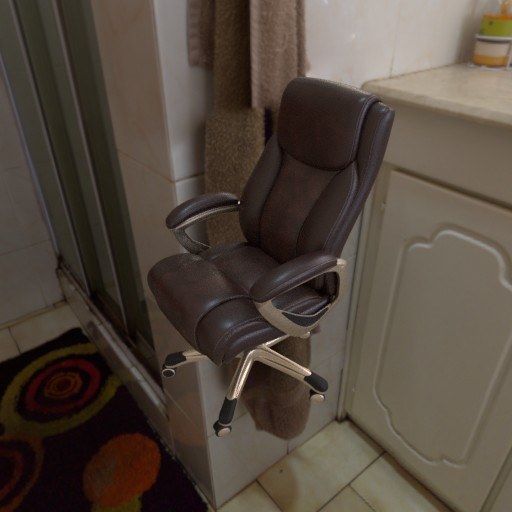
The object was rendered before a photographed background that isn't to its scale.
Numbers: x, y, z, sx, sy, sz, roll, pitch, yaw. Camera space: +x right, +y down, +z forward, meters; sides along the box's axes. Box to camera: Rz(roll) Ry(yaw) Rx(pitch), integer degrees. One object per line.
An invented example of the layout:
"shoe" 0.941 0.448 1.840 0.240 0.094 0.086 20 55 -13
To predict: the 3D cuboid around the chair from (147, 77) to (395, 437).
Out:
"chair" 0.000 0.000 1.694 0.749 1.194 0.692 -22 38 -30
